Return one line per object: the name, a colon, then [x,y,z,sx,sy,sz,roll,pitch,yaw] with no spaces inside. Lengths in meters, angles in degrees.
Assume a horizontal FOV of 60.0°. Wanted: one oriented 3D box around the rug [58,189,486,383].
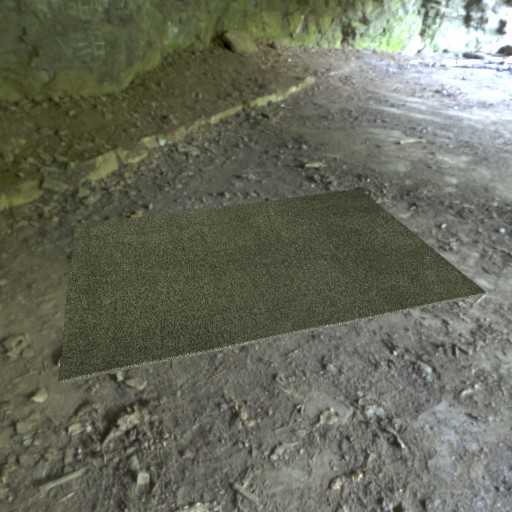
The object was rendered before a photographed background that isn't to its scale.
rug: [0.000,0.000,3.380,2.699,0.026,1.802,-9,33,-14]
